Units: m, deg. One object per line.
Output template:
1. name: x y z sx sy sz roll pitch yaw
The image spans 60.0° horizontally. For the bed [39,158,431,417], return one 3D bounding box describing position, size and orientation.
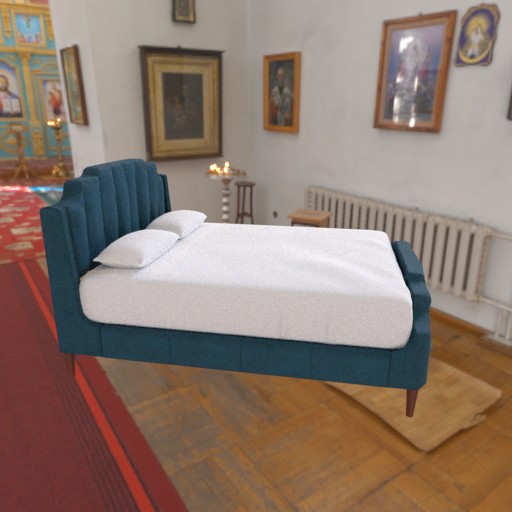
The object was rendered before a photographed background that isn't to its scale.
1. bed: 0.000 0.000 3.335 2.322 1.351 1.676 3 18 10
